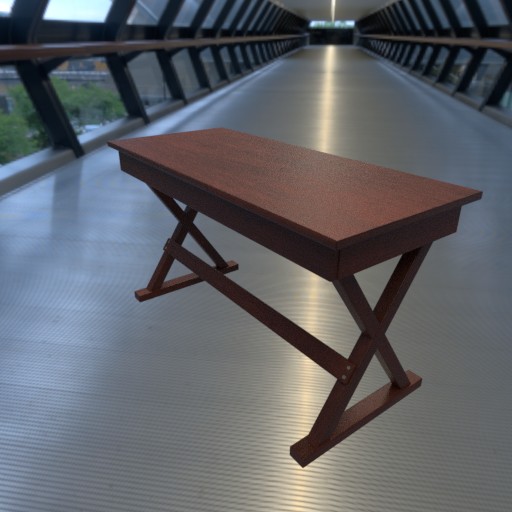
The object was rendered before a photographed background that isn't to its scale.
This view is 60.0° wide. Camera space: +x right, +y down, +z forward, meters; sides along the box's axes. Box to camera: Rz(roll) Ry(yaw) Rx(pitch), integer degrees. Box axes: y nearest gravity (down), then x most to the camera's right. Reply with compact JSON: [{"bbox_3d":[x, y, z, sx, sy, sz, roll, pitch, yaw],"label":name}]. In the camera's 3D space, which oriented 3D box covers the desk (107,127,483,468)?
[{"bbox_3d":[0.000,0.000,1.765,0.600,0.761,1.372,-18,31,-33],"label":"desk"}]
